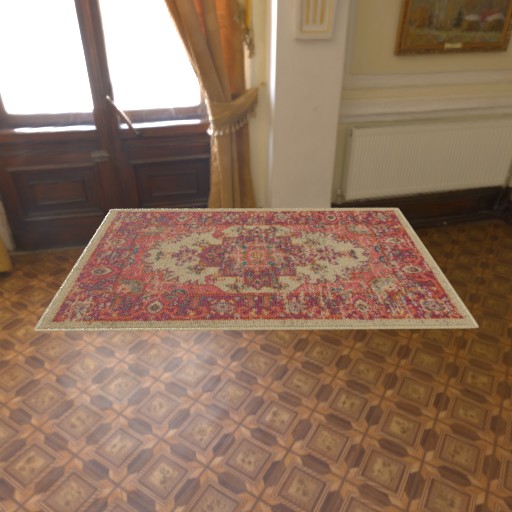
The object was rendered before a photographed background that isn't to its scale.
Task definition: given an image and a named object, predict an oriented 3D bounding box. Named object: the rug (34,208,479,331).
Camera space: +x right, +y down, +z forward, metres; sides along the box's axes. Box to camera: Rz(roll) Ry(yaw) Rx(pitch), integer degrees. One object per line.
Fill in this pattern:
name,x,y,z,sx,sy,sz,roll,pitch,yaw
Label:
rug,0.000,0.000,1.098,0.868,0.004,0.556,0,31,-1
